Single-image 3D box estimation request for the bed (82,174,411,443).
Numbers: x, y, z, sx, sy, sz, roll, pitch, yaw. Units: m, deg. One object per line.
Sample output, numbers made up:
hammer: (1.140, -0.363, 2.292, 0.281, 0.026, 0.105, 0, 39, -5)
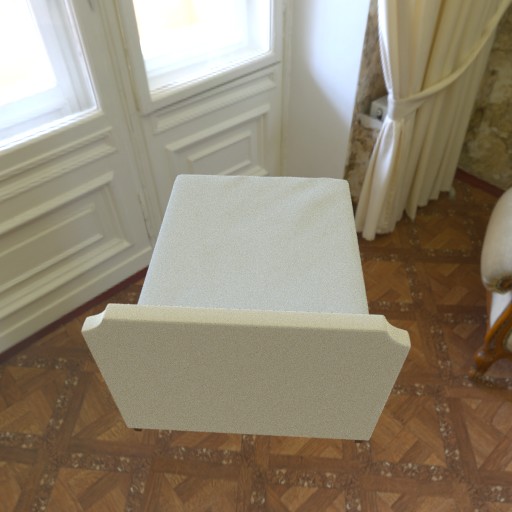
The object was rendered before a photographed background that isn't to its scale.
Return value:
bed: (0.000, 0.000, 3.475, 1.703, 1.415, 2.329, 2, 46, 2)
